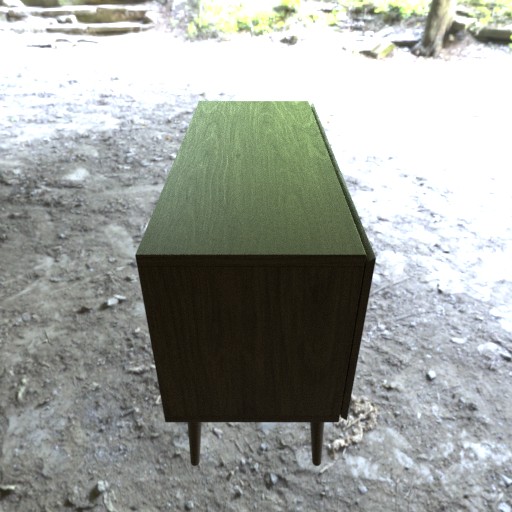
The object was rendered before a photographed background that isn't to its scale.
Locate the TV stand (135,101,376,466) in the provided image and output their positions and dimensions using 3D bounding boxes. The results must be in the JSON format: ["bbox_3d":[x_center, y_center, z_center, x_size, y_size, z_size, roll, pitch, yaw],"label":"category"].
[{"bbox_3d":[0.000,0.000,1.336,0.405,0.660,0.990,0,34,0],"label":"TV stand"}]
